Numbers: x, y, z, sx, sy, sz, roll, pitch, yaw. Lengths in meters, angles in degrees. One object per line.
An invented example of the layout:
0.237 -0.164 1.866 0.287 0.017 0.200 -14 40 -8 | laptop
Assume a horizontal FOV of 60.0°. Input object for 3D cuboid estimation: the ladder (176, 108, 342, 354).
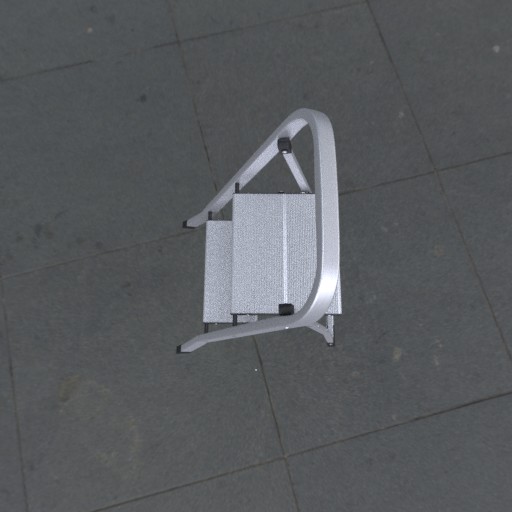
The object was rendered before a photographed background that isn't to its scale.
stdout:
0.000 0.000 1.136 0.530 0.830 0.465 0 76 0 | ladder
